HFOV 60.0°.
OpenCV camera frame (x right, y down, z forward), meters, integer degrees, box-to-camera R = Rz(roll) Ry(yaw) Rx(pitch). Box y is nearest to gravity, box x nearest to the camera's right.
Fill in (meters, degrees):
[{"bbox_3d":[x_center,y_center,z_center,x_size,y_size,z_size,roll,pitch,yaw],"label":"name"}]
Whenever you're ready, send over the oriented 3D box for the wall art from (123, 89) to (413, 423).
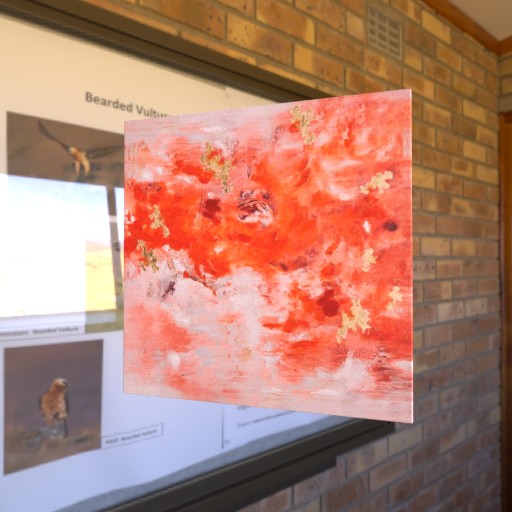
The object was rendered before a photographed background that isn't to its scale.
[{"bbox_3d":[0.000,0.000,1.323,0.878,0.878,0.066,0,-1,18],"label":"wall art"}]
